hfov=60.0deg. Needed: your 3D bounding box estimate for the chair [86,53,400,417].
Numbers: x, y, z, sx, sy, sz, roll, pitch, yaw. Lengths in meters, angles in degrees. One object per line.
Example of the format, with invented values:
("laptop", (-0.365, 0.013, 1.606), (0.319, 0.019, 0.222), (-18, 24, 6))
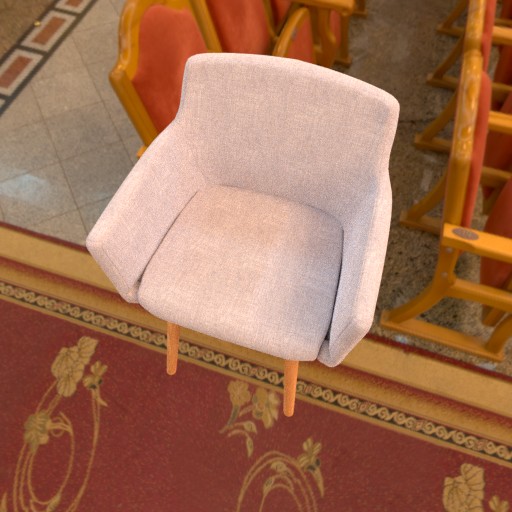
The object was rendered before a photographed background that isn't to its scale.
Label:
("chair", (0.000, 0.000, 1.131), (0.570, 0.780, 0.540), (16, 60, 10))
